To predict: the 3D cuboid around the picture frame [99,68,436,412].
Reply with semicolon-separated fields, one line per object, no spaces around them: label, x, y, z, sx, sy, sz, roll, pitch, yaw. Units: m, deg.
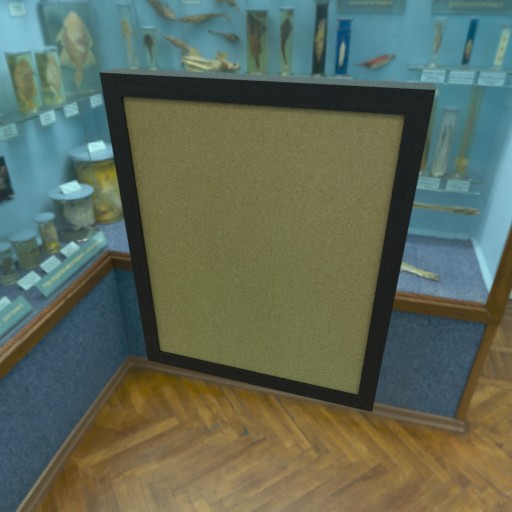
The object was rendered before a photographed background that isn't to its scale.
picture frame;0.000;0.000;0.735;0.452;0.555;0.044;9;32;14
